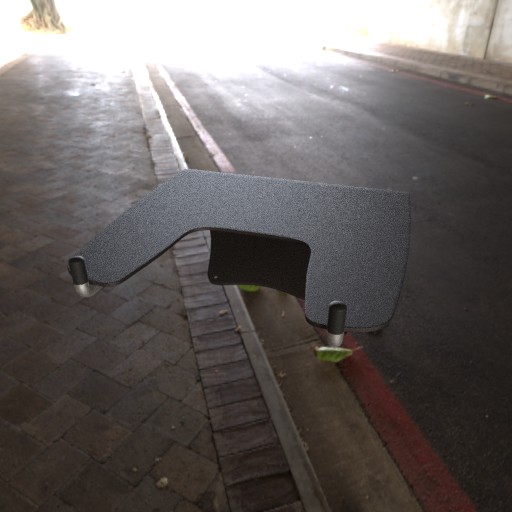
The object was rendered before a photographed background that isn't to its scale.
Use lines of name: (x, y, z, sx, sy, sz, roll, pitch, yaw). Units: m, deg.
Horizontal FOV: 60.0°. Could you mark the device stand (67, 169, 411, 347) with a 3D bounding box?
device stand: (0.000, 0.000, 0.358, 0.230, 0.092, 0.230, 9, 31, 15)
